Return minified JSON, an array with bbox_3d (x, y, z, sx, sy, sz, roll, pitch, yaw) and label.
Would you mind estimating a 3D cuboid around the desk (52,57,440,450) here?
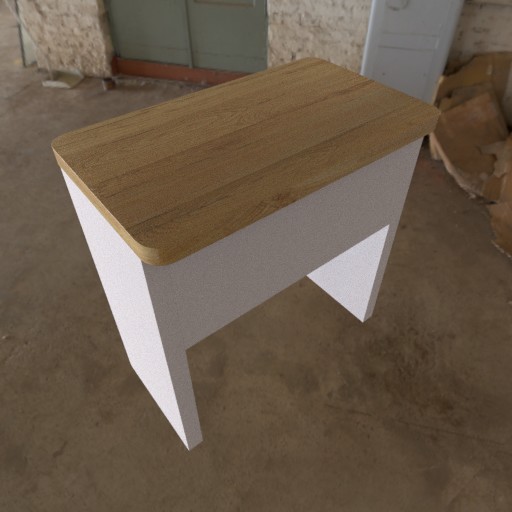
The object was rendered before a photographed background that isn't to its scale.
[{"bbox_3d":[0.000,0.000,1.233,0.760,0.790,0.440,-29,51,-27],"label":"desk"}]
